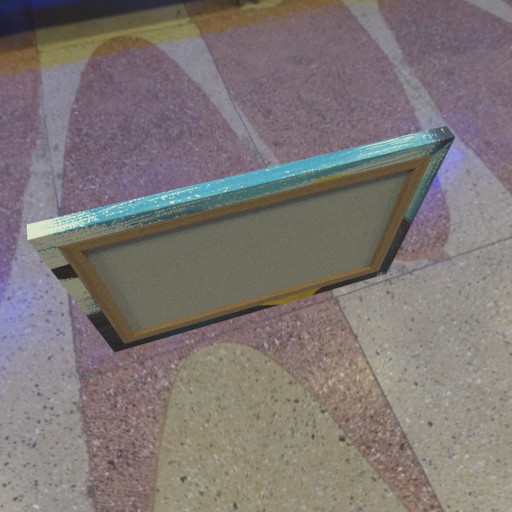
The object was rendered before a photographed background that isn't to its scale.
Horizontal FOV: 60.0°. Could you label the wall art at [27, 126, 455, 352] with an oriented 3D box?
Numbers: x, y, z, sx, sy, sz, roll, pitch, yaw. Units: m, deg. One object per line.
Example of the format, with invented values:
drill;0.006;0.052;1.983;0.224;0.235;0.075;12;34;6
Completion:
wall art;0.000;0.000;1.174;0.914;0.610;0.039;-15;59;-9
